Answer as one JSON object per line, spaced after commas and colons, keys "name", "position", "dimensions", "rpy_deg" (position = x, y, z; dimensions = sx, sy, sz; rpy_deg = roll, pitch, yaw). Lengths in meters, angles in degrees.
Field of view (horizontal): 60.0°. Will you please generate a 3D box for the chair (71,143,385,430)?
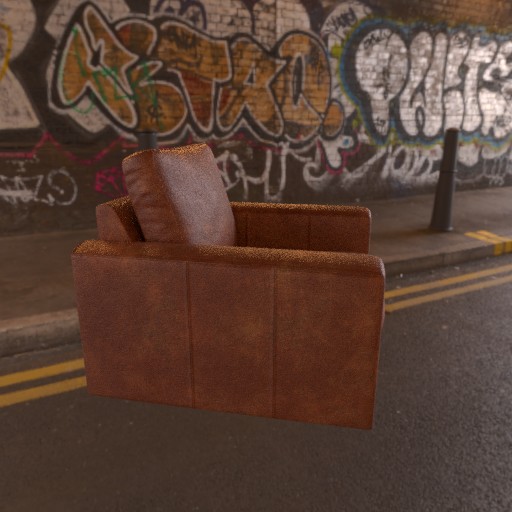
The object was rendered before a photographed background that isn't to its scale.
{"name": "chair", "position": [0.000, 0.000, 1.818], "dimensions": [1.016, 0.873, 1.005], "rpy_deg": [3, 17, 11]}
